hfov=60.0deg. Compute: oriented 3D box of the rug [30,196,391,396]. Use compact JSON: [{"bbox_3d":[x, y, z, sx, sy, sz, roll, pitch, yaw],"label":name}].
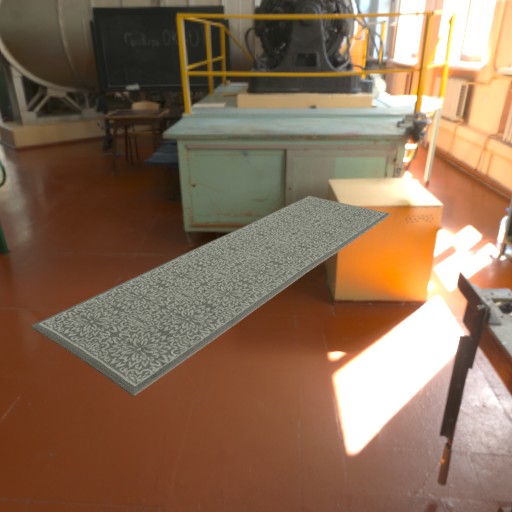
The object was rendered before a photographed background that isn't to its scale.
[{"bbox_3d":[0.000,0.000,2.429,0.662,0.011,2.196,18,31,33],"label":"rug"}]
